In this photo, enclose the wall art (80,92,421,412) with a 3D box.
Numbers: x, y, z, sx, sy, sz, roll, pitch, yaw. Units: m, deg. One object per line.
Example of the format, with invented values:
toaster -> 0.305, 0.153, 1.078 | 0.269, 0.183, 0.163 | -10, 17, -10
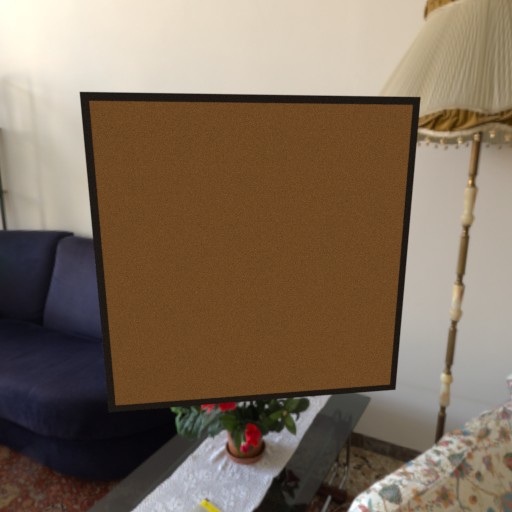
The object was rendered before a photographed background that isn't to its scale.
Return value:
wall art -> 0.000, 0.000, 0.447 | 0.304, 0.304, 0.038 | -2, 14, -8
